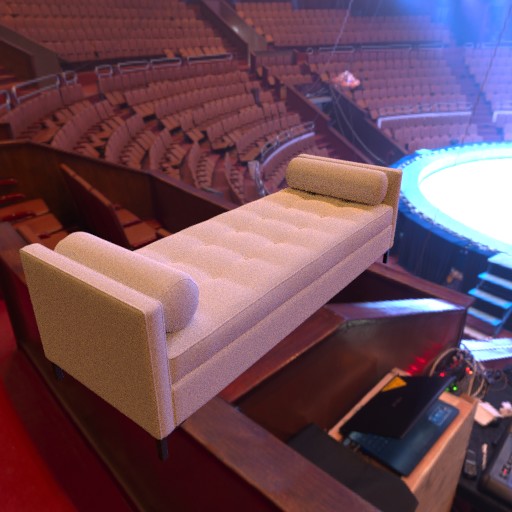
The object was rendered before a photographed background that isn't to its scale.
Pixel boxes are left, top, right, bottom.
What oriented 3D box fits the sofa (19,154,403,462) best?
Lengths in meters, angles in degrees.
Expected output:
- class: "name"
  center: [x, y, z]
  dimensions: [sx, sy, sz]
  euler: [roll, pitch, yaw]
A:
- class: "sofa"
  center: [0.000, 0.000, 2.280]
  dimensions: [0.746, 0.641, 1.985]
  euler: [18, 31, 33]
